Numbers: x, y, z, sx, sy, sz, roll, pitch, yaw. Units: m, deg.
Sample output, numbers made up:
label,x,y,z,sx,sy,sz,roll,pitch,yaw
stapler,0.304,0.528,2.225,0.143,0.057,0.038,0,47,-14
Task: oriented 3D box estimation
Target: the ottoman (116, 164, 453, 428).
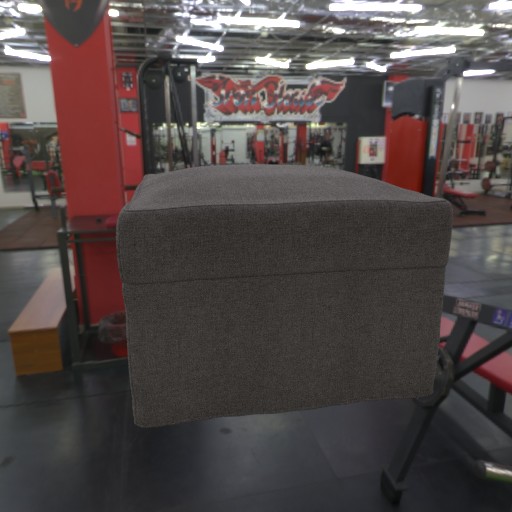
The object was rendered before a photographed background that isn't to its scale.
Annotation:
label,x,y,z,sx,sy,sz,roll,pitch,yaw
ottoman,0.000,0.000,1.236,0.652,0.492,0.833,-3,15,-10
